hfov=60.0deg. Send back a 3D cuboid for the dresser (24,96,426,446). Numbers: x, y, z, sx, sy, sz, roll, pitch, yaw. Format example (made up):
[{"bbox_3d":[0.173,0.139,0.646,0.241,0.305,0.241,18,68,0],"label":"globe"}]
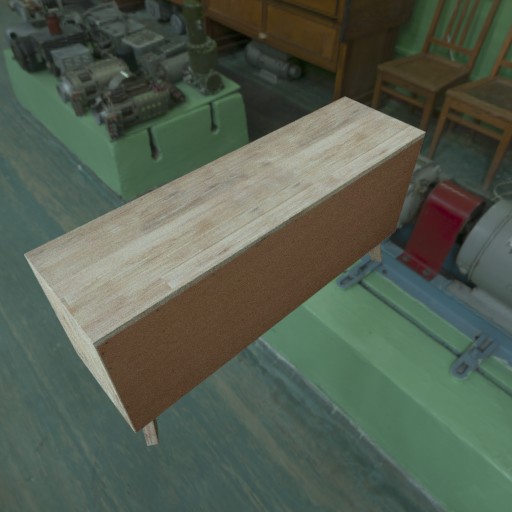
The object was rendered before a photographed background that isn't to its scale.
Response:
[{"bbox_3d":[0.000,0.000,1.963,1.602,0.788,0.455,-33,54,-28],"label":"dresser"}]
